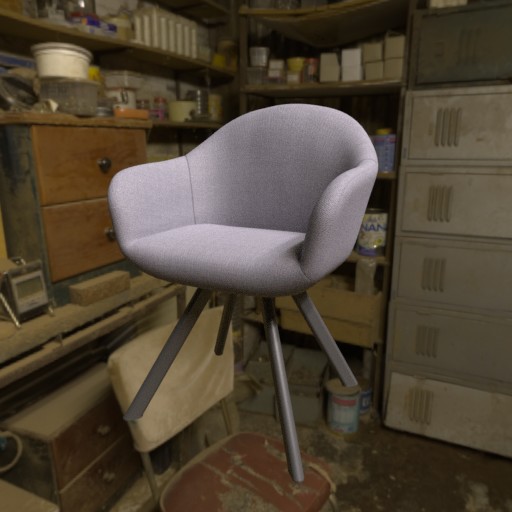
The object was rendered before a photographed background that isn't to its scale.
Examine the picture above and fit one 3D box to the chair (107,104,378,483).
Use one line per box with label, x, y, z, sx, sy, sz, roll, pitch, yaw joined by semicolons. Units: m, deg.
chair;0.000;0.000;1.167;0.590;0.795;0.550;7;16;26
